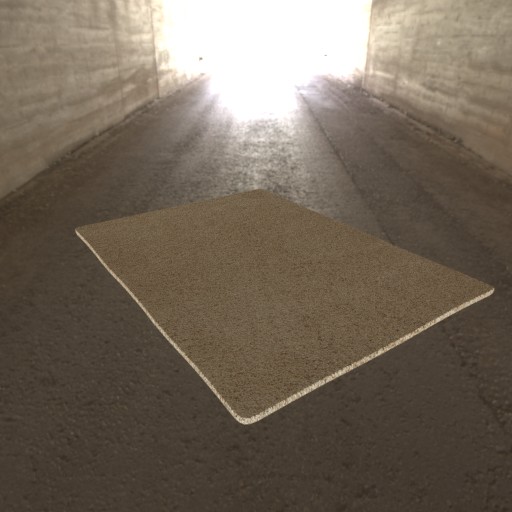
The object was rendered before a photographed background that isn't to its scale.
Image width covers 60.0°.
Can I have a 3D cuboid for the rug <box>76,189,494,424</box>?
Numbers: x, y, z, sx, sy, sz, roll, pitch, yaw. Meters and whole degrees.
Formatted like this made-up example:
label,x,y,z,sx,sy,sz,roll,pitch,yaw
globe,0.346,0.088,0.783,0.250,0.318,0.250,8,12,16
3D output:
label,x,y,z,sx,sy,sz,roll,pitch,yaw
rug,0.000,0.000,2.035,1.199,0.025,1.600,-17,31,-31
